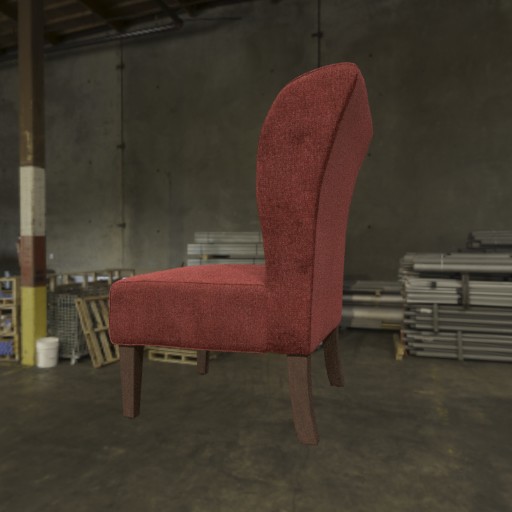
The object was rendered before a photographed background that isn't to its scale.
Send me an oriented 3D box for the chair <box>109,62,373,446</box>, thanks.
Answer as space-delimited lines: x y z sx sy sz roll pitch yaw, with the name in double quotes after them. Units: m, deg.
0.000 0.000 1.281 0.640 0.846 0.538 0 0 19 "chair"
